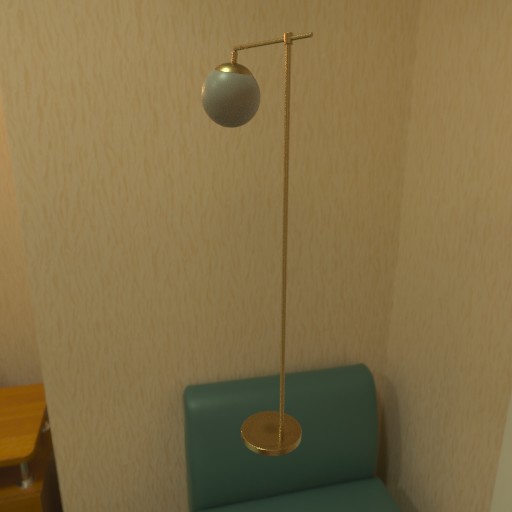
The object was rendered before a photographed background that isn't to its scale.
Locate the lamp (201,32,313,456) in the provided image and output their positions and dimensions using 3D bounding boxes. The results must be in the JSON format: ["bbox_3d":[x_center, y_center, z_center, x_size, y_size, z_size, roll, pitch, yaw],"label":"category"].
[{"bbox_3d":[0.000,0.000,1.689,0.249,1.505,0.476,-15,22,-43],"label":"lamp"}]
